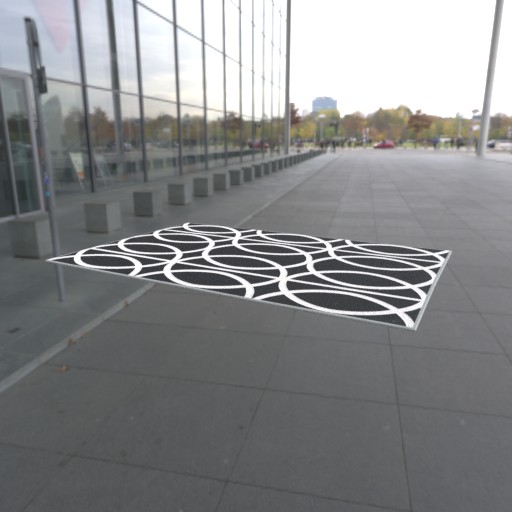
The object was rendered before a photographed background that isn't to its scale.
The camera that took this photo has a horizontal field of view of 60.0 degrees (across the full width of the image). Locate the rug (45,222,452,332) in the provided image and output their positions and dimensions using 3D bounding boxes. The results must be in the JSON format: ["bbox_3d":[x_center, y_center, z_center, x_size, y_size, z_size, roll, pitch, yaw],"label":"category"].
[{"bbox_3d":[0.000,0.000,2.971,2.290,0.014,1.526,8,17,27],"label":"rug"}]
